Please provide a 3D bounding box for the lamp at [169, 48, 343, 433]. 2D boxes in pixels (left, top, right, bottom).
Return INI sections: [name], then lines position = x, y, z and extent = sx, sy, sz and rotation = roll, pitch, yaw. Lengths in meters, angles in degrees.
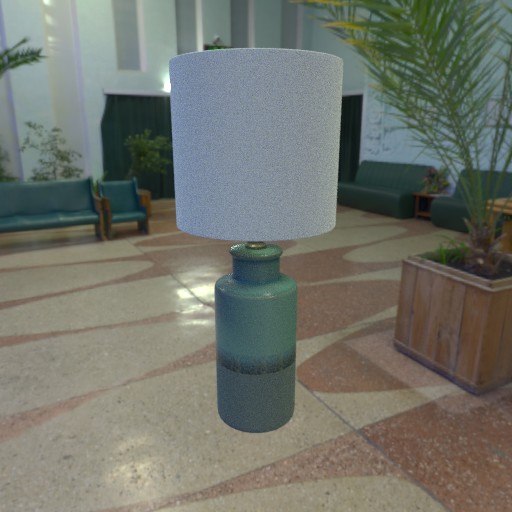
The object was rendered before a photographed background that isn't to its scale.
[lamp]
position = 0.000, 0.000, 0.613
extent = 0.212, 0.493, 0.212
rotation = -7, 17, -25
